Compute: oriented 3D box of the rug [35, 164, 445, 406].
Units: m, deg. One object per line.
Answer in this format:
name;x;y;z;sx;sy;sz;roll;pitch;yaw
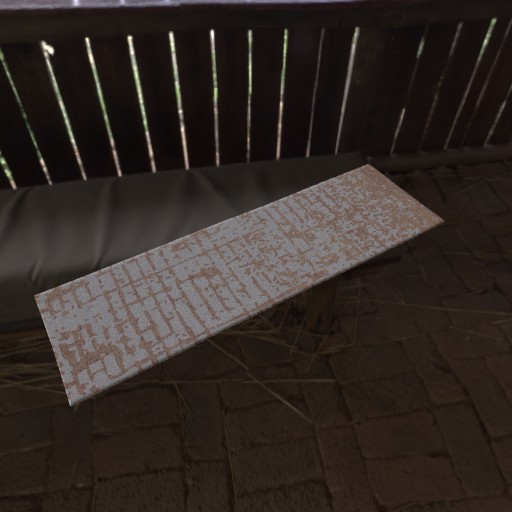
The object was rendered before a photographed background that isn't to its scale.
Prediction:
rug;0.000;0.000;2.683;2.435;0.011;0.750;-24;51;-21
